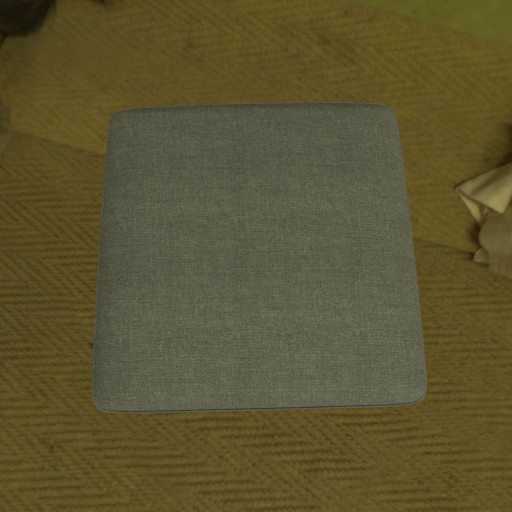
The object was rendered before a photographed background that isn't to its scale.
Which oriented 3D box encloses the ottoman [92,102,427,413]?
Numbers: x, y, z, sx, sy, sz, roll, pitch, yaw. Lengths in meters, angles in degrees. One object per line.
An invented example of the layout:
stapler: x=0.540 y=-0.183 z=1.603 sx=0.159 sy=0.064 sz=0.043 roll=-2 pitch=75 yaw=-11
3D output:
ottoman: x=0.000 y=0.000 z=1.663 sx=1.067 sy=0.559 sz=1.067 roll=-1 pitch=76 yaw=0
